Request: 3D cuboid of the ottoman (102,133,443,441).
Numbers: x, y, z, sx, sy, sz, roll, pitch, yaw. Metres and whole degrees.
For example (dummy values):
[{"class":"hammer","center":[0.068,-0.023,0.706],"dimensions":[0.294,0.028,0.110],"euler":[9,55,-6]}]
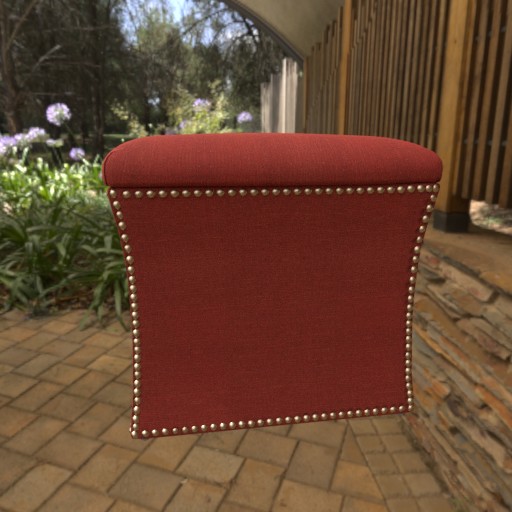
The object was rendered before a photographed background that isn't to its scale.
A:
[{"class":"ottoman","center":[0.000,0.000,0.890],"dimensions":[0.507,0.475,0.497],"euler":[-2,14,-9]}]
